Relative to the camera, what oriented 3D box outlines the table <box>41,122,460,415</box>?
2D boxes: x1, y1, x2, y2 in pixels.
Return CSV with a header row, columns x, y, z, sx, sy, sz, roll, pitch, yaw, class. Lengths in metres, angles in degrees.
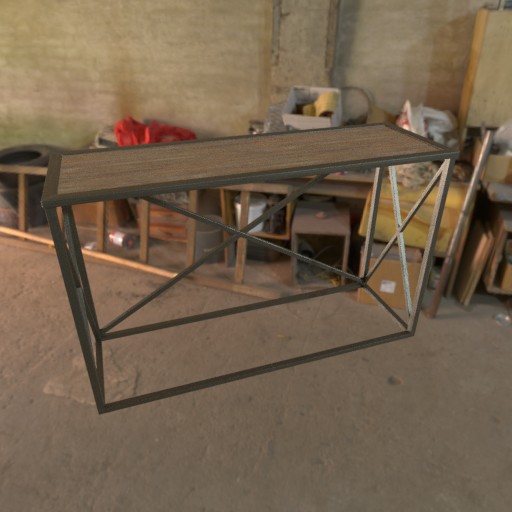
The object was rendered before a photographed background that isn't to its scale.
x,y,z,sx,sy,sz,roll,pitch,yaw,class
0.000,0.000,1.575,1.216,0.753,0.402,-10,32,-16,table
